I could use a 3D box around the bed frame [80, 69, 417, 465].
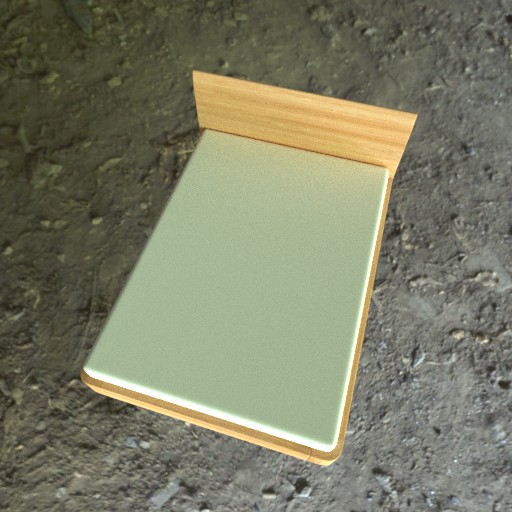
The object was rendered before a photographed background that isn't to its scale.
[{"bbox_3d":[0.000,0.000,2.736,1.472,0.940,1.992,14,60,9],"label":"bed frame"}]
